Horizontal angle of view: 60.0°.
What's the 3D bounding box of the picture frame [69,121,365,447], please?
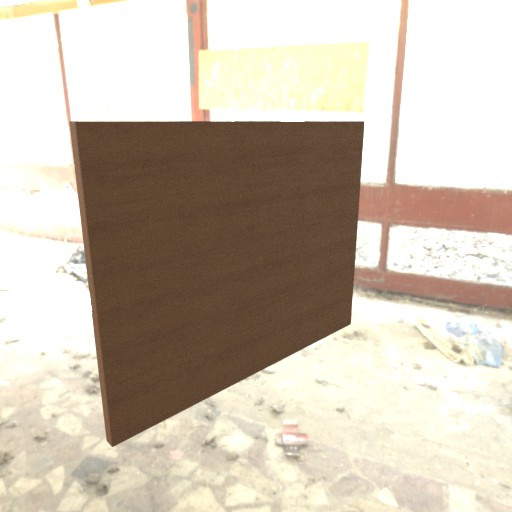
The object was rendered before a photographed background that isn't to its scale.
[{"bbox_3d":[0.000,0.000,1.748,1.329,1.018,0.045,-15,23,-41],"label":"picture frame"}]
